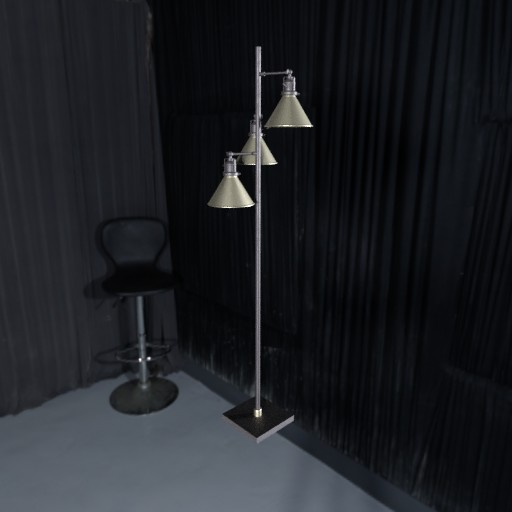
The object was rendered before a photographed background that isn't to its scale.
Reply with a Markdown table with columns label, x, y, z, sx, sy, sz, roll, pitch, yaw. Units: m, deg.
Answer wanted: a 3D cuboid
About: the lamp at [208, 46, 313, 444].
| label | x | y | z | sx | sy | sz | roll | pitch | yaw |
| --- | --- | --- | --- | --- | --- | --- | --- | --- | --- |
| lamp | 0.000 | 0.000 | 1.969 | 0.415 | 1.716 | 0.428 | -14 | 21 | -42 |
